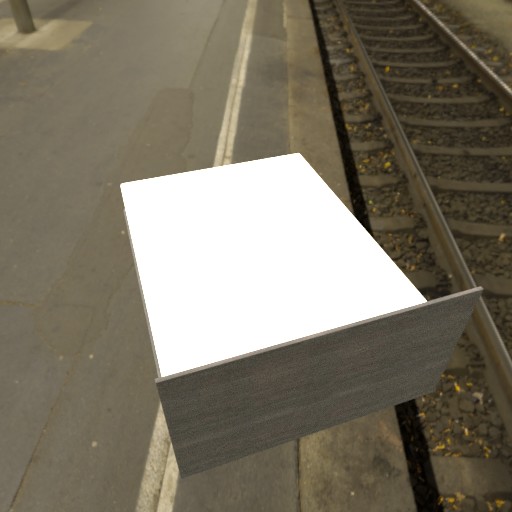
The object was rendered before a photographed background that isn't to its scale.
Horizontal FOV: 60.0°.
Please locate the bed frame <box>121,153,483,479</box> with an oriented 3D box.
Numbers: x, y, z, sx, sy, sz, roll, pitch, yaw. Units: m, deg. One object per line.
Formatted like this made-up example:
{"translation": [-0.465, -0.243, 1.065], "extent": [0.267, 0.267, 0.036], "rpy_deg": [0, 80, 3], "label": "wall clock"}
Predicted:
{"translation": [0.000, 0.000, 2.658], "extent": [1.400, 0.800, 1.900], "rpy_deg": [-13, 43, -14], "label": "bed frame"}
